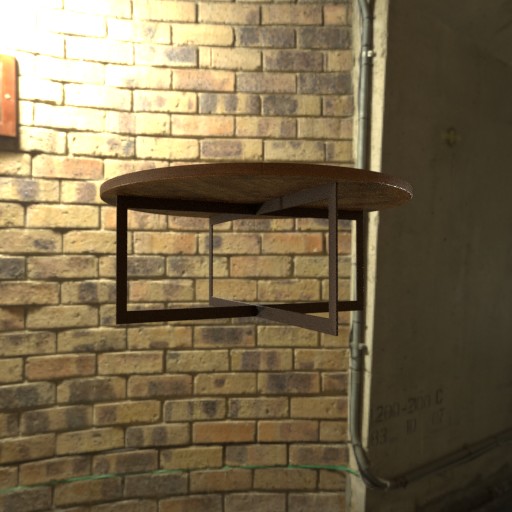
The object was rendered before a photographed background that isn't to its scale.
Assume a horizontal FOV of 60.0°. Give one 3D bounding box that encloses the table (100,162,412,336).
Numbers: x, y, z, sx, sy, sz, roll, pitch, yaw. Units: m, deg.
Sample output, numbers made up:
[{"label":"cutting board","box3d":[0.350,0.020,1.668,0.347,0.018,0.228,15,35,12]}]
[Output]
[{"label":"table","box3d":[0.000,0.000,1.896,1.264,0.516,1.264,0,-1,0]}]
